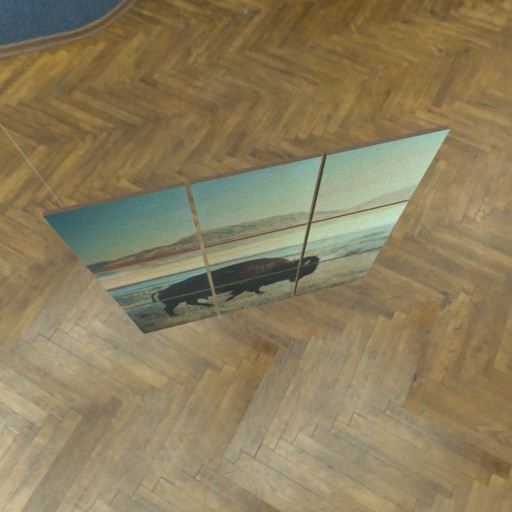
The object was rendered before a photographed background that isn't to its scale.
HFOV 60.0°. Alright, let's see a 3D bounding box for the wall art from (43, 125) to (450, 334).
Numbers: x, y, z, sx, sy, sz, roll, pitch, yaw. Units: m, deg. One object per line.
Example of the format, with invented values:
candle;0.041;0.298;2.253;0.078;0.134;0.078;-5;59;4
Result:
wall art;0.000;0.000;1.368;0.906;0.904;0.018;-13;66;-6
